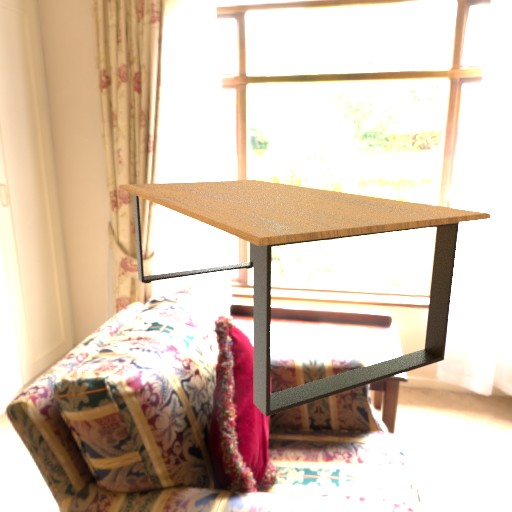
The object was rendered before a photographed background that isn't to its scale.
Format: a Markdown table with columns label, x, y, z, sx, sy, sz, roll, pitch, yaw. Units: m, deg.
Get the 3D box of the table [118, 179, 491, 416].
| label | x | y | z | sx | sy | sz | roll | pitch | yaw |
| --- | --- | --- | --- | --- | --- | --- | --- | --- | --- |
| table | 0.000 | 0.000 | 1.626 | 0.693 | 0.445 | 1.331 | -7 | 16 | -27 |
